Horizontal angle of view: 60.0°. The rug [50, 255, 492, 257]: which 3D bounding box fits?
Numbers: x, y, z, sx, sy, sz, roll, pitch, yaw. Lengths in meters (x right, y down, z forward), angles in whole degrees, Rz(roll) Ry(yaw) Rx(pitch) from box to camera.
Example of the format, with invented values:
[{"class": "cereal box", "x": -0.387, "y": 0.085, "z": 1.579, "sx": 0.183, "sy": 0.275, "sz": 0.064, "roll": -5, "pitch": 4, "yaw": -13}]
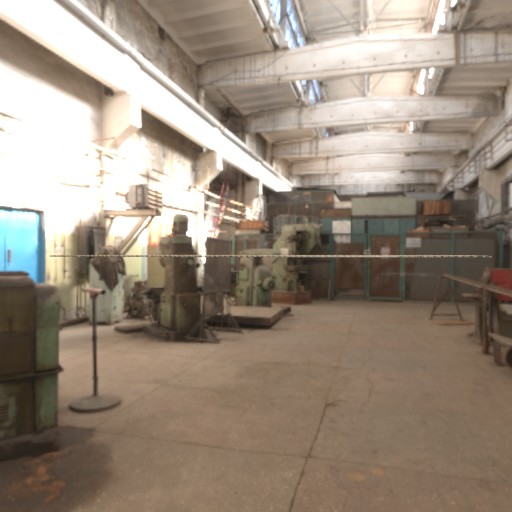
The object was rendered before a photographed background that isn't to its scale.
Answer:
[{"class": "rug", "x": 0.000, "y": 0.000, "z": 2.511, "sx": 2.286, "sy": 0.008, "sz": 0.686, "roll": 0, "pitch": 0, "yaw": 18}]
